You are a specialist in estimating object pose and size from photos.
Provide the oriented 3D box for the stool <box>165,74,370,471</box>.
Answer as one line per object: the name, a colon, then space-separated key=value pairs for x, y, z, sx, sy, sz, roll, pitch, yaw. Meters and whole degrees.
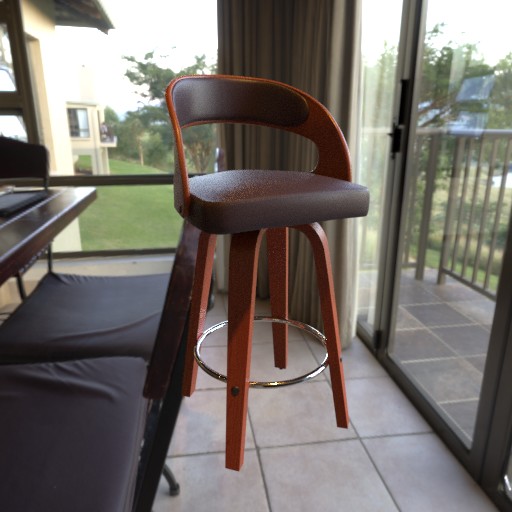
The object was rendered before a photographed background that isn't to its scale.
stool: x=0.000 y=0.000 z=1.196 sx=0.457 sy=0.940 sz=0.457 roll=-9 pitch=20 yaw=-26
